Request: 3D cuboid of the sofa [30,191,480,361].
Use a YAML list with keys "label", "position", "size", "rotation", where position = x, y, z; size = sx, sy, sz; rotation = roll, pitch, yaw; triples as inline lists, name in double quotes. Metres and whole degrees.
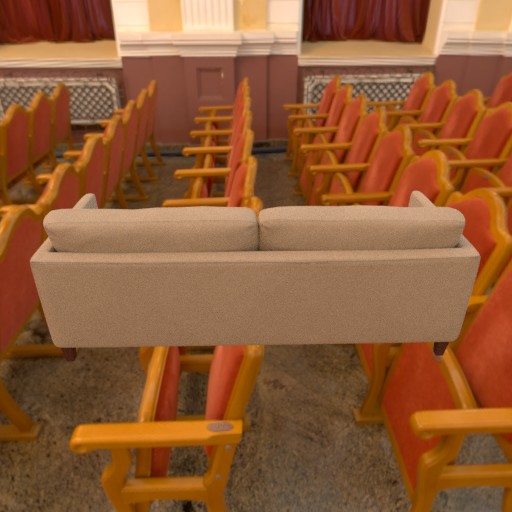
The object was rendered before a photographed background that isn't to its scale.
- label: "sofa"
  position: [0.000, 0.000, 2.843]
  size: [2.404, 0.912, 0.988]
  rotation: [-1, 30, -1]
